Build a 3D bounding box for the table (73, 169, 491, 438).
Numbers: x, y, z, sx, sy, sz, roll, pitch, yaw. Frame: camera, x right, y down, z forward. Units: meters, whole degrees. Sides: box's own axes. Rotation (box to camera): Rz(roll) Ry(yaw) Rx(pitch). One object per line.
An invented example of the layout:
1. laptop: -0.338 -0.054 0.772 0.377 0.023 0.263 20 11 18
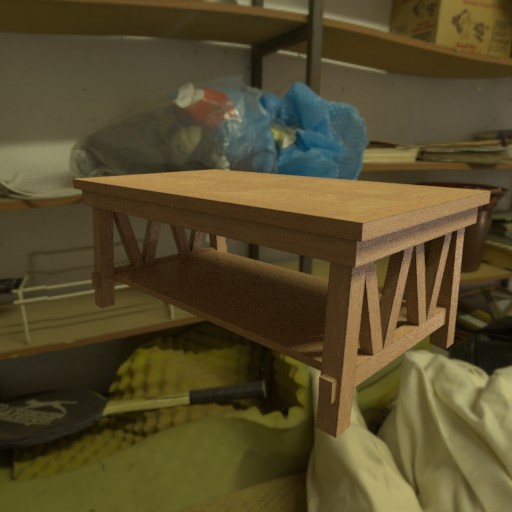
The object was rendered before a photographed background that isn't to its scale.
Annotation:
1. table: 0.000 0.000 1.577 1.270 0.507 0.711 14 21 43
